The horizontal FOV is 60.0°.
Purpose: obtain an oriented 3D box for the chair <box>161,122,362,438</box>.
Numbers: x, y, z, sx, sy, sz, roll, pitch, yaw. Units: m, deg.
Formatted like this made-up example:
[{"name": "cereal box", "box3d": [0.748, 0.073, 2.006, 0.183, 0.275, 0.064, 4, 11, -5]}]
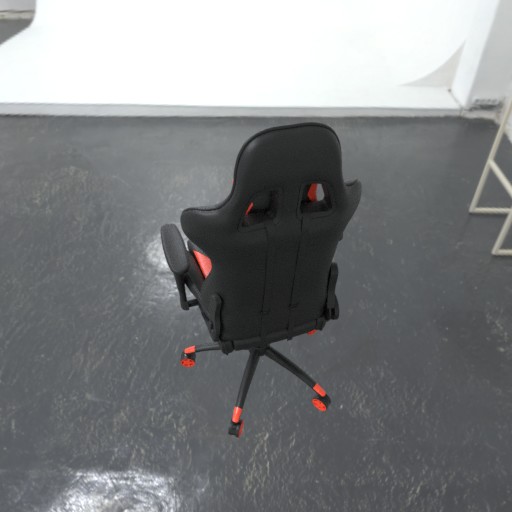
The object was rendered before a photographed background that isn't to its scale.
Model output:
[{"name": "chair", "box3d": [0.000, 0.000, 1.697, 0.695, 1.282, 0.730, -12, 42, -14]}]
